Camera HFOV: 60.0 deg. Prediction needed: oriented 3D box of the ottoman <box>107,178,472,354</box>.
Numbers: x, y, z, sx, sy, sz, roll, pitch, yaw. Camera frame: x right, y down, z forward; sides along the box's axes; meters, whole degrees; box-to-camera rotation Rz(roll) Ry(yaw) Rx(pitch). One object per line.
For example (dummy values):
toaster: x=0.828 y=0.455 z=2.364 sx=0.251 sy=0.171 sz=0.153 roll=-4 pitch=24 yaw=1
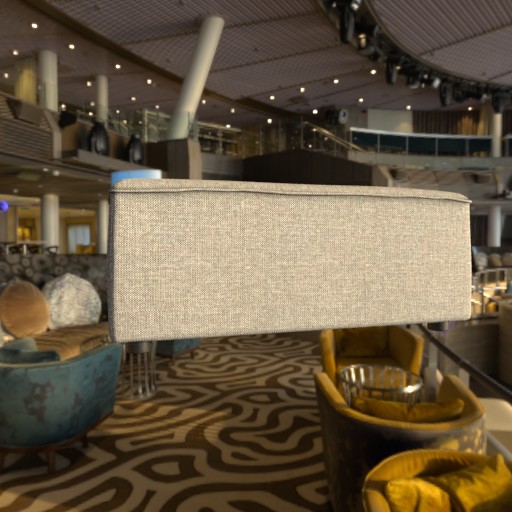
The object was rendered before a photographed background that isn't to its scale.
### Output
ottoman: x=0.000 y=0.000 z=1.595 sx=1.017 sy=0.423 sz=1.023 roll=-1 pitch=2 yaw=-17
